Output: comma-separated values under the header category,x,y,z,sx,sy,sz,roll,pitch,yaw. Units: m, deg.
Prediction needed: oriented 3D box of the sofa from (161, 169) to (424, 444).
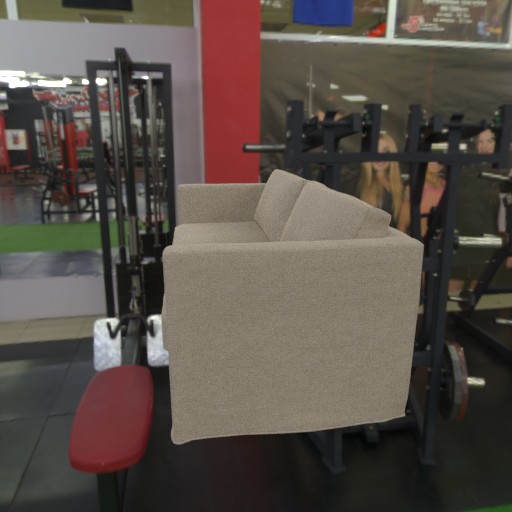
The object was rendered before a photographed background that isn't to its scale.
category,x,y,z,sx,sy,sz,roll,pitch,yaw
sofa,0.000,0.000,2.504,0.956,0.847,1.987,-2,16,-8
